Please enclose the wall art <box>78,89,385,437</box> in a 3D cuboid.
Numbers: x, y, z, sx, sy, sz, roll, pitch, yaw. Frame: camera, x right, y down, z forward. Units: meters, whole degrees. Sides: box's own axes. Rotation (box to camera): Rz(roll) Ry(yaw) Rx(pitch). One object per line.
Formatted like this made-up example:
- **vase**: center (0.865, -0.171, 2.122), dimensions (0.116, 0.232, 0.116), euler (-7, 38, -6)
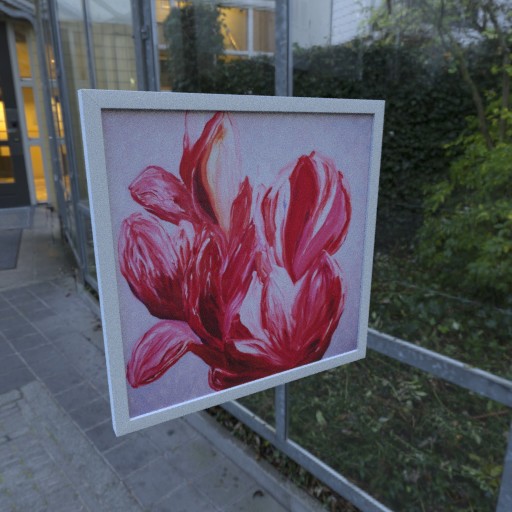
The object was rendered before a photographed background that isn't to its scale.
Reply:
- **wall art**: center (0.000, 0.000, 0.668), dimensions (0.455, 0.453, 0.023), euler (-9, 18, -28)
